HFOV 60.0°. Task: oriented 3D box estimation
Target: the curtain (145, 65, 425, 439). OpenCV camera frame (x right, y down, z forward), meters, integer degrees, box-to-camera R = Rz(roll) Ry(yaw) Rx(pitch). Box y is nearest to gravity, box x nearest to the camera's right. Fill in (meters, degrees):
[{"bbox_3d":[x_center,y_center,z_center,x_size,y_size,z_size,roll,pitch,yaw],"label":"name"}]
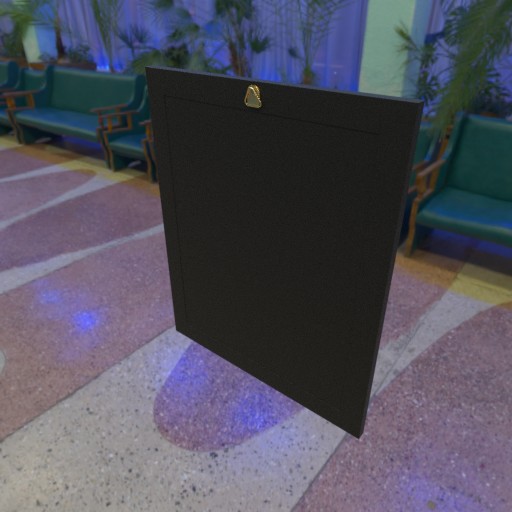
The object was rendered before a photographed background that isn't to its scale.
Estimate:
[{"bbox_3d":[0.000,0.000,0.785,0.483,0.585,0.027,22,37,33],"label":"curtain"}]
